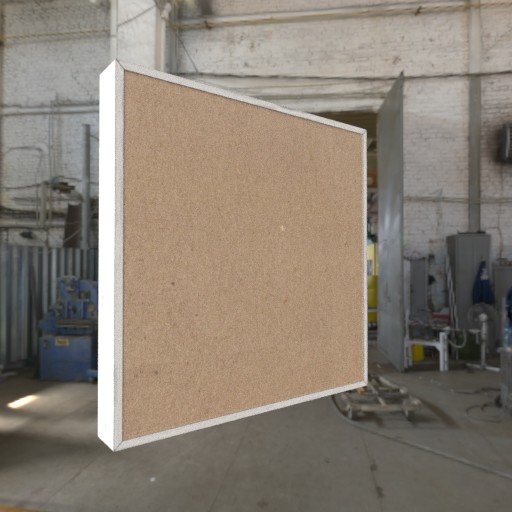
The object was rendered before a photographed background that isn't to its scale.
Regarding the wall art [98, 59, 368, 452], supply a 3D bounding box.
[{"bbox_3d":[0.000,0.000,0.451,0.305,0.305,0.038,1,-1,-37],"label":"wall art"}]
